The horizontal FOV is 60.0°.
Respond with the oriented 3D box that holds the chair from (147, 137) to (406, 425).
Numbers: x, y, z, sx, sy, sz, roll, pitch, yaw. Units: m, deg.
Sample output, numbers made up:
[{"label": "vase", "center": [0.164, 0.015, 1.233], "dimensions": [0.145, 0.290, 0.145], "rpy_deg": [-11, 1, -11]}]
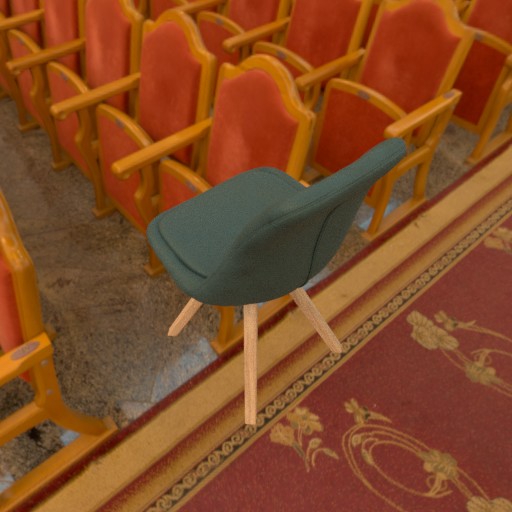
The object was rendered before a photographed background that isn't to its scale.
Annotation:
[{"label": "chair", "center": [0.000, 0.000, 1.195], "dimensions": [0.483, 0.865, 0.547], "rpy_deg": [-32, 55, -26]}]
